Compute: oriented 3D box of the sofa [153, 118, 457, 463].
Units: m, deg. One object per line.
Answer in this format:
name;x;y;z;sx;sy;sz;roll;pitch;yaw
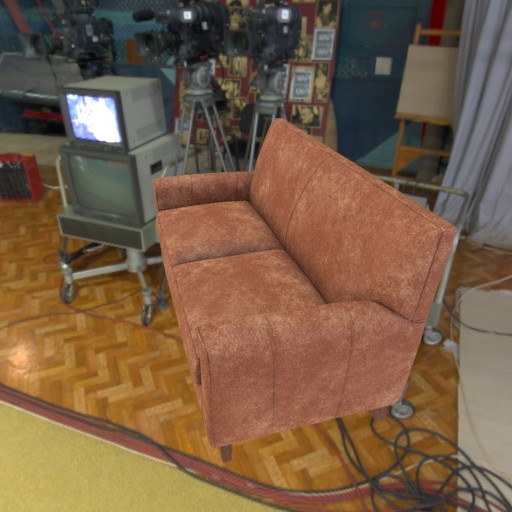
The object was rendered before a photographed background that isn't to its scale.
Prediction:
sofa;0.000;0.000;2.006;0.787;0.871;1.473;-9;31;-15
